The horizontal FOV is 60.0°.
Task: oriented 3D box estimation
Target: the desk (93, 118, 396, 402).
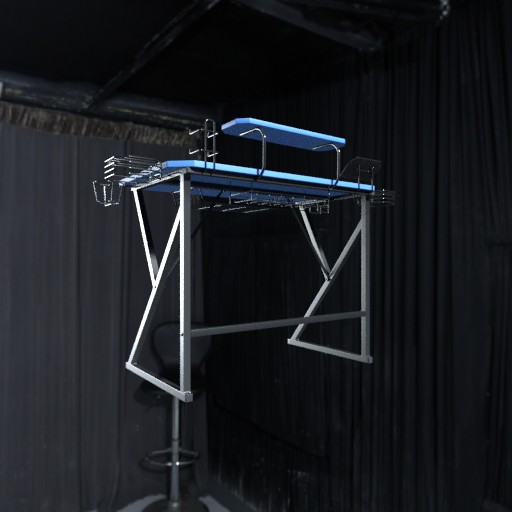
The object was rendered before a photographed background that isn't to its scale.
[{"bbox_3d":[0.000,0.000,1.820,1.295,0.909,0.594,0,0,-36],"label":"desk"}]
